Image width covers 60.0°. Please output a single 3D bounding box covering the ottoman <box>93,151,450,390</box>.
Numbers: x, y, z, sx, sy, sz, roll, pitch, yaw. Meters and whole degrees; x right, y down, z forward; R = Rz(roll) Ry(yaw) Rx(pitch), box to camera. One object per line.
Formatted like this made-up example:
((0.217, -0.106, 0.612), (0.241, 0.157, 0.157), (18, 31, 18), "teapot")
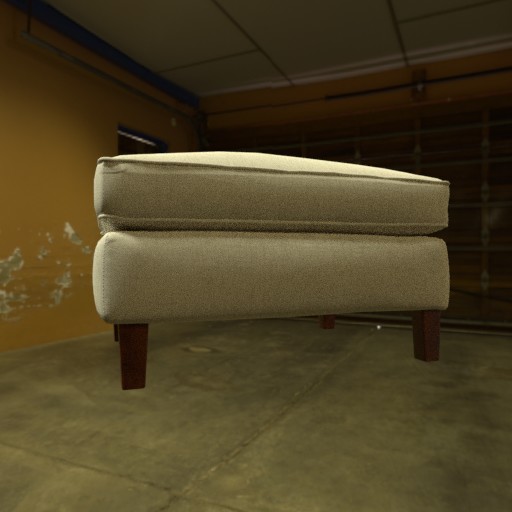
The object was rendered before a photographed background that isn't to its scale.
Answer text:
((0.000, 0.000, 0.966), (0.665, 0.406, 0.501), (0, 0, -19), "ottoman")
